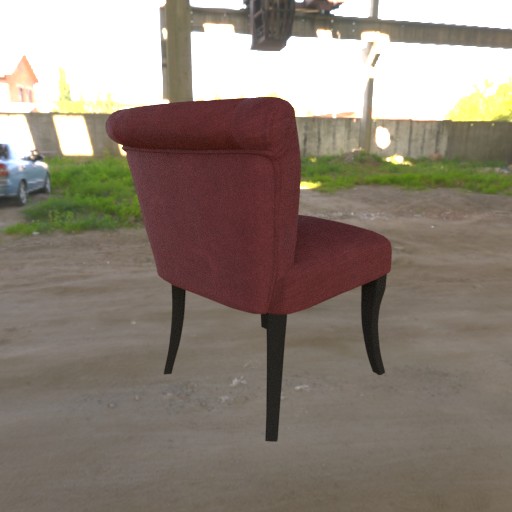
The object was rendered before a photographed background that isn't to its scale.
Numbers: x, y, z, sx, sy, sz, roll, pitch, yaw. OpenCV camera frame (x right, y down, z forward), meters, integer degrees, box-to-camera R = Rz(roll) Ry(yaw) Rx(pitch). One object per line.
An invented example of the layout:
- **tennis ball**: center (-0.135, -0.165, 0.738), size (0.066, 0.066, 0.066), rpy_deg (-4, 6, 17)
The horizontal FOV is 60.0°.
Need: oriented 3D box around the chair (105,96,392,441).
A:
- **chair**: center (0.000, 0.000, 1.186), size (0.582, 0.750, 0.605), rpy_deg (14, 21, 43)
